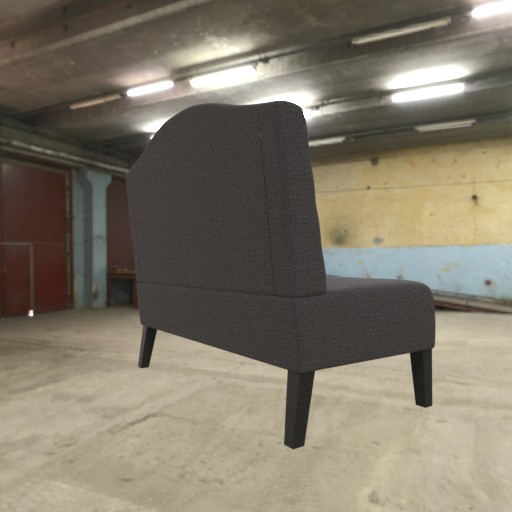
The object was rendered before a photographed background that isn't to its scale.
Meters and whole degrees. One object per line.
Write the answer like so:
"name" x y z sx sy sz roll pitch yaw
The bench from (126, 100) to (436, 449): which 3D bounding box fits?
"bench" 0.000 0.000 2.046 0.815 1.180 1.335 1 -1 -35
